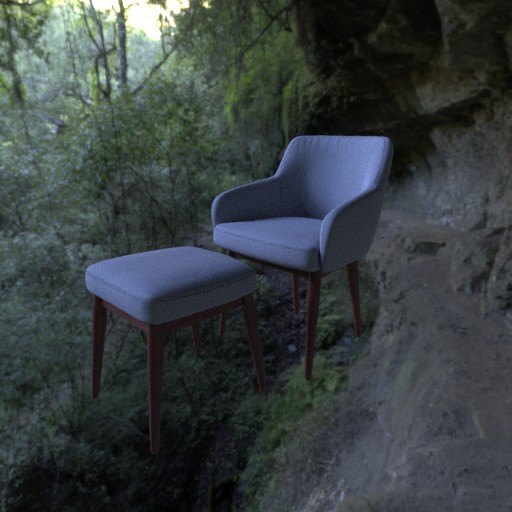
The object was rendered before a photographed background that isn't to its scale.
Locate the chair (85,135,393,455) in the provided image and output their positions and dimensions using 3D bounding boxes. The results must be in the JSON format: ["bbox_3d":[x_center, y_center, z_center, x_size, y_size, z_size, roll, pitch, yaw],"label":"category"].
[{"bbox_3d":[0.000,0.000,1.547,1.107,0.799,0.584,-15,22,-42],"label":"chair"}]
